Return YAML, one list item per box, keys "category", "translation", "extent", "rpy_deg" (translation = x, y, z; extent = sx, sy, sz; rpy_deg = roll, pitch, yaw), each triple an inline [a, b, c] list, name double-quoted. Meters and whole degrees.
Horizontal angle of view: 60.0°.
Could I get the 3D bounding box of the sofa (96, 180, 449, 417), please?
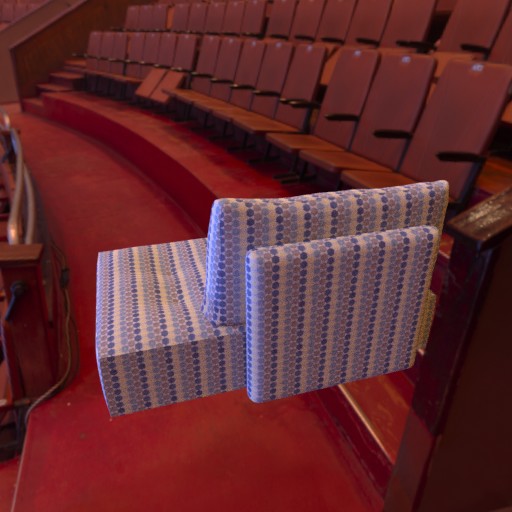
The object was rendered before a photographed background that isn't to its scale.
- category: "sofa"
  translation: [0.000, 0.000, 2.044]
  extent: [1.450, 0.820, 1.000]
  rpy_deg: [-8, 28, -15]
